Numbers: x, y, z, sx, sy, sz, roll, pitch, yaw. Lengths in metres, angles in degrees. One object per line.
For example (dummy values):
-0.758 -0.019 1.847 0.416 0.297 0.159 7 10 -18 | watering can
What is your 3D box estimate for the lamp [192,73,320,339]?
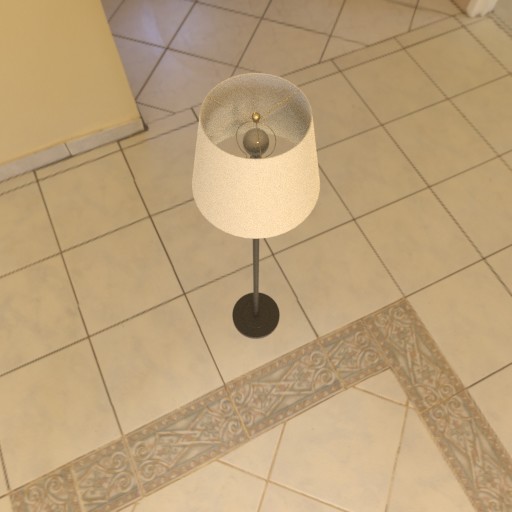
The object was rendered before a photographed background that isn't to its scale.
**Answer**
0.000 0.000 1.639 0.348 1.473 0.348 -33 69 -14 | lamp
